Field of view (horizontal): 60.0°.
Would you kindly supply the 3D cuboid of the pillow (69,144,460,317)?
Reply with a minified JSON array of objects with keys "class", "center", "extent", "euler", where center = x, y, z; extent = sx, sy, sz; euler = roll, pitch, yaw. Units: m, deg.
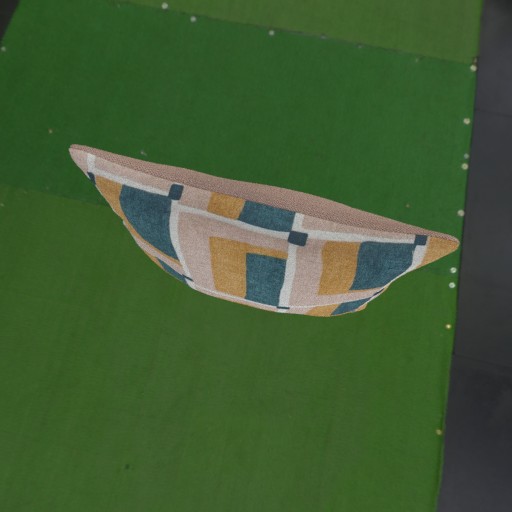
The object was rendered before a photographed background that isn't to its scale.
[{"class":"pillow","center":[0.000,0.000,0.745],"extent":[0.478,0.479,0.158],"euler":[14,75,4]}]
